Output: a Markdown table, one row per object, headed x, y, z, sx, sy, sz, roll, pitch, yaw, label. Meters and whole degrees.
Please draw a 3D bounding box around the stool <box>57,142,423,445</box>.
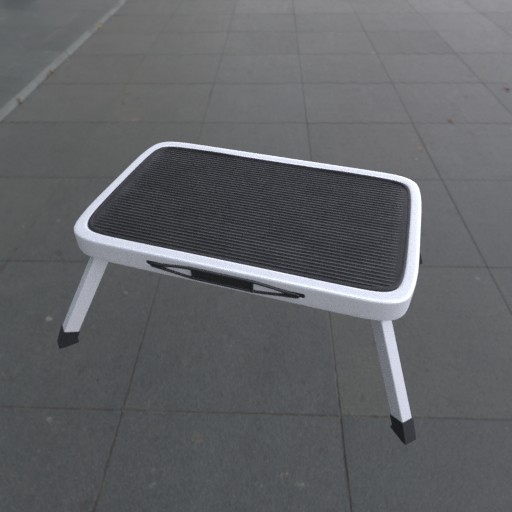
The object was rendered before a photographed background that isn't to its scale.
| x | y | z | sx | sy | sz | roll | pitch | yaw | label |
| --- | --- | --- | --- | --- | --- | --- | --- | --- | --- |
| 0.000 | 0.000 | 0.590 | 0.460 | 0.170 | 0.320 | 11 | 43 | 13 | stool |
